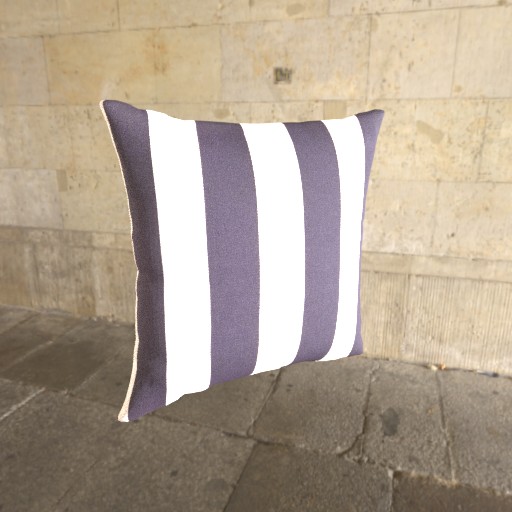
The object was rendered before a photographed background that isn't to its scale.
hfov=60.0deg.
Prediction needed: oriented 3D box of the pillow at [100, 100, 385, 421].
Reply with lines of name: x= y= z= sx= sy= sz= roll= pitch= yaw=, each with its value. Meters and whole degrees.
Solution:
pillow: x=0.000 y=0.000 z=0.813 sx=0.536 sy=0.526 sz=0.189 roll=-8 pitch=17 yaw=-26
